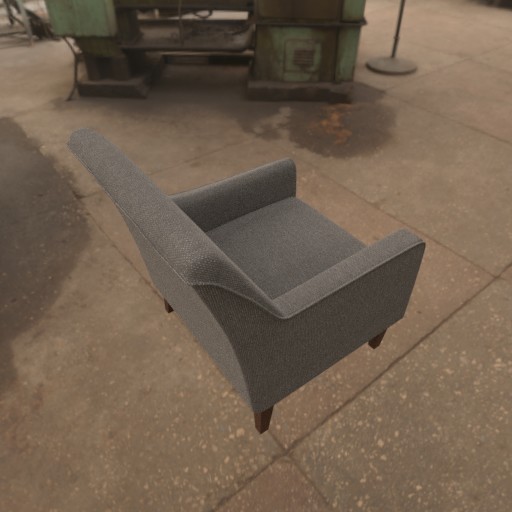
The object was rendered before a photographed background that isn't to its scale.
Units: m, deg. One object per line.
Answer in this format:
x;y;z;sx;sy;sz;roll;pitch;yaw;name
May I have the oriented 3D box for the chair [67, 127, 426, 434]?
0.000;0.000;1.602;0.899;0.919;0.780;-26;48;-26;chair
